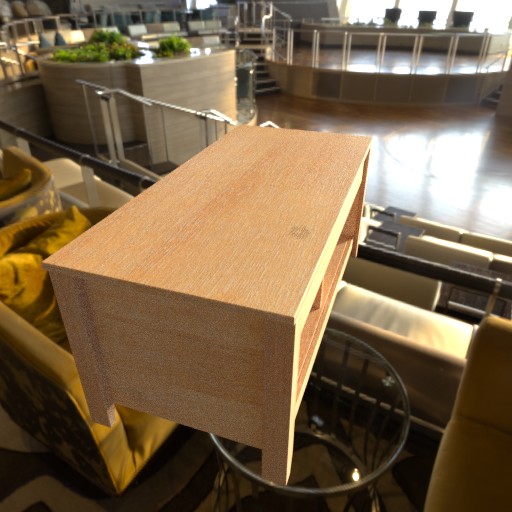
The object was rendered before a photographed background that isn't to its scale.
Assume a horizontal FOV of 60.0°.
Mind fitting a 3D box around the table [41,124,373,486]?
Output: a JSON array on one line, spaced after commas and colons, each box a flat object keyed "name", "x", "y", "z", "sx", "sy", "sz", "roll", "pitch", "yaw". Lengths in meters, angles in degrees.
[{"name": "table", "x": 0.000, "y": 0.000, "z": 1.275, "sx": 0.483, "sy": 0.457, "sz": 1.016, "roll": 10, "pitch": 33, "yaw": 16}]
